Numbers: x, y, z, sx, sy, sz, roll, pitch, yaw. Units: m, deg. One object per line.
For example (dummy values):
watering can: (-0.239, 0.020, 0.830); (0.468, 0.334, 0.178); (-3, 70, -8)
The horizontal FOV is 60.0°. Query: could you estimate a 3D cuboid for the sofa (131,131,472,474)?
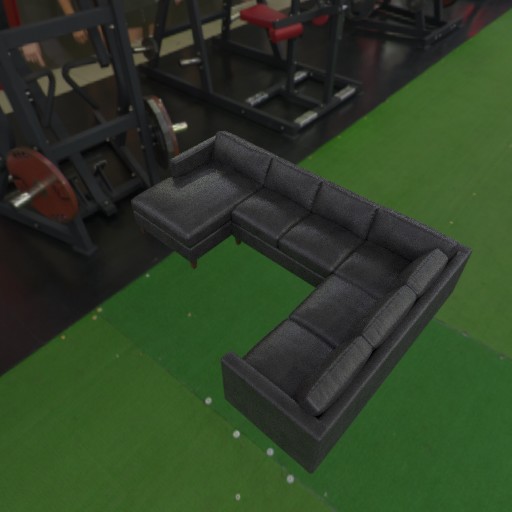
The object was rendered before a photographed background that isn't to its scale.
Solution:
sofa: (0.000, 0.000, 4.530); (3.324, 0.891, 2.452); (32, 53, 28)
